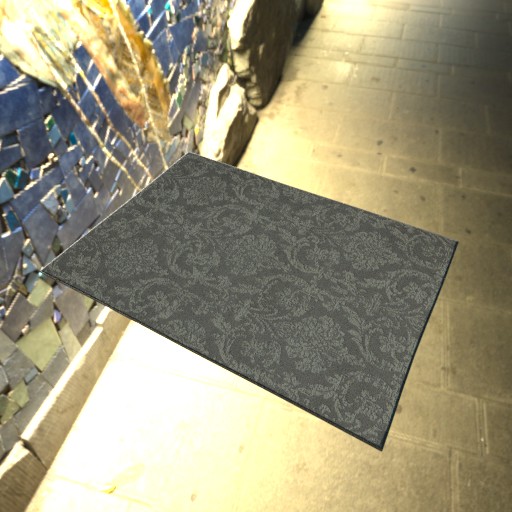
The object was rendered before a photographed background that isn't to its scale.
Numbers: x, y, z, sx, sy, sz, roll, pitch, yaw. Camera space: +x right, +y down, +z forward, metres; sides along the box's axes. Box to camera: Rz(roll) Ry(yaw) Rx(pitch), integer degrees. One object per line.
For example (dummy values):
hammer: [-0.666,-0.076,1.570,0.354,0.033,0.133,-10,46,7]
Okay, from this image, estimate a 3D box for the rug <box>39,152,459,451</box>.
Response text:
rug: [0.000,0.000,2.851,2.206,0.014,1.578,22,49,20]
